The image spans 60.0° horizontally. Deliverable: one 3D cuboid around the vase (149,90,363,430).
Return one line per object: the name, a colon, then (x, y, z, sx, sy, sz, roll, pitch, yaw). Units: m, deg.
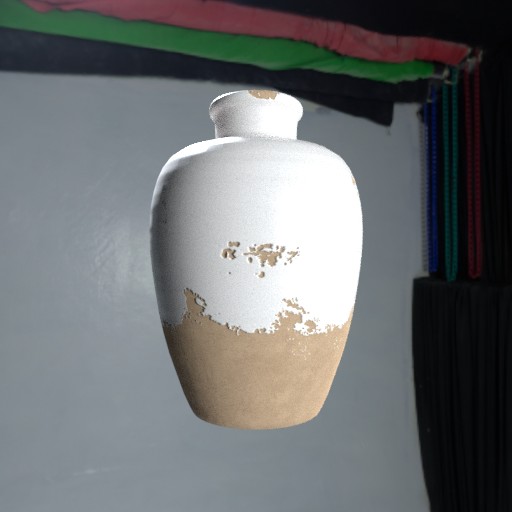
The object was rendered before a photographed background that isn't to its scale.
vase: (0.000, 0.000, 0.337, 0.158, 0.228, 0.158, 0, -1, 0)
